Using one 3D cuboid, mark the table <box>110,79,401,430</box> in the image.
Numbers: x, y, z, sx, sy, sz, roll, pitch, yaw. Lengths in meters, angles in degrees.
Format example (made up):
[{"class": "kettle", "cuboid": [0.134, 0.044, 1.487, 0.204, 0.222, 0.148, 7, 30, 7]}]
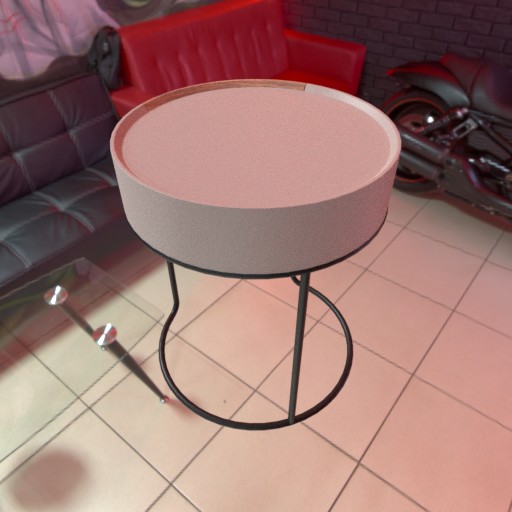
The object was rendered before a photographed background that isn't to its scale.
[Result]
[{"class": "table", "cuboid": [0.000, 0.000, 0.872, 0.450, 0.530, 0.450, 0, 41, 0]}]
